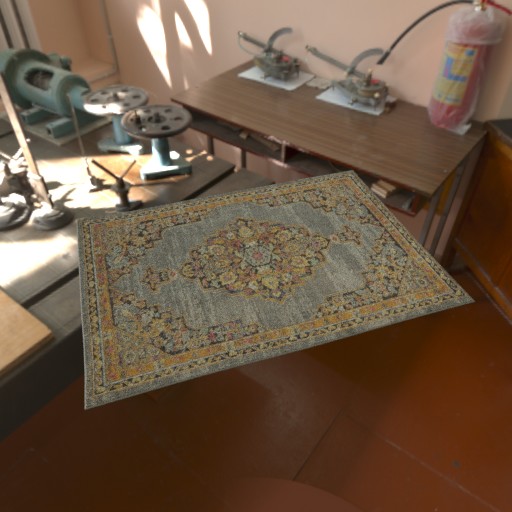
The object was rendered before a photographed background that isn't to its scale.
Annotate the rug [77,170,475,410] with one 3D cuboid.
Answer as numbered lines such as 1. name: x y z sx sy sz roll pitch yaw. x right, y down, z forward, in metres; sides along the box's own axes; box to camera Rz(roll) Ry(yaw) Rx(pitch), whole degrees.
1. rug: 0.000 0.000 4.014 3.063 0.024 2.158 -12 43 -13
